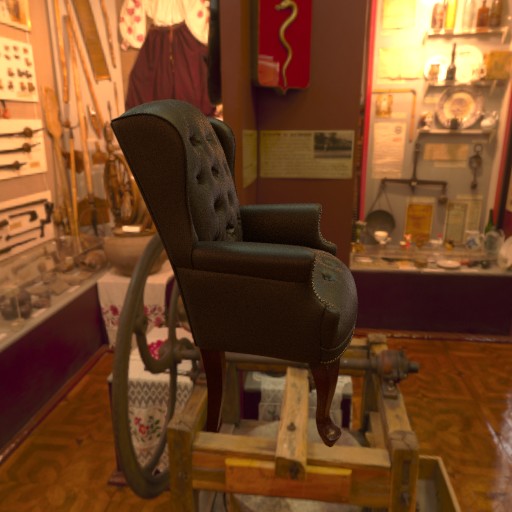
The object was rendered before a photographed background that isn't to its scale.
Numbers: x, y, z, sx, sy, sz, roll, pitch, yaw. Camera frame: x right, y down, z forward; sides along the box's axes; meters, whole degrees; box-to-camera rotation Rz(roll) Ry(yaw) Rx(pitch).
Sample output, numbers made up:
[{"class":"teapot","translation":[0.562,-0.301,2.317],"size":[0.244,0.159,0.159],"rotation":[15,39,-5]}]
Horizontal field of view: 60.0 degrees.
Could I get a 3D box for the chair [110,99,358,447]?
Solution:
[{"class":"chair","translation":[0.000,0.000,1.661],"size":[0.762,1.111,0.838],"rotation":[3,17,9]}]
